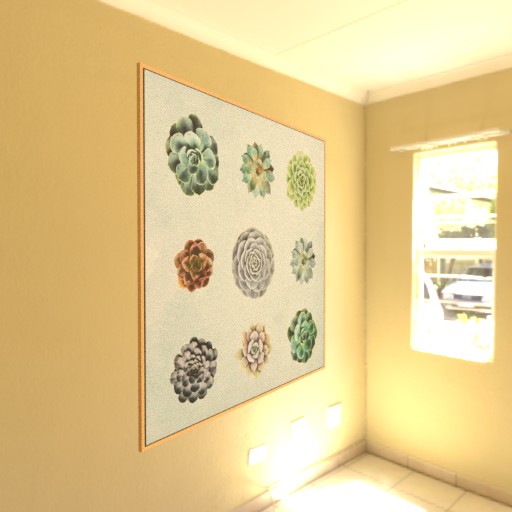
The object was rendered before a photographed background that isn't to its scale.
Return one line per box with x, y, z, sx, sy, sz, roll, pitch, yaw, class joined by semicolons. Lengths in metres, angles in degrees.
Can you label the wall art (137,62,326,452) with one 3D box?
0.000;0.000;1.477;0.013;0.959;0.962;1;1;37;wall art
